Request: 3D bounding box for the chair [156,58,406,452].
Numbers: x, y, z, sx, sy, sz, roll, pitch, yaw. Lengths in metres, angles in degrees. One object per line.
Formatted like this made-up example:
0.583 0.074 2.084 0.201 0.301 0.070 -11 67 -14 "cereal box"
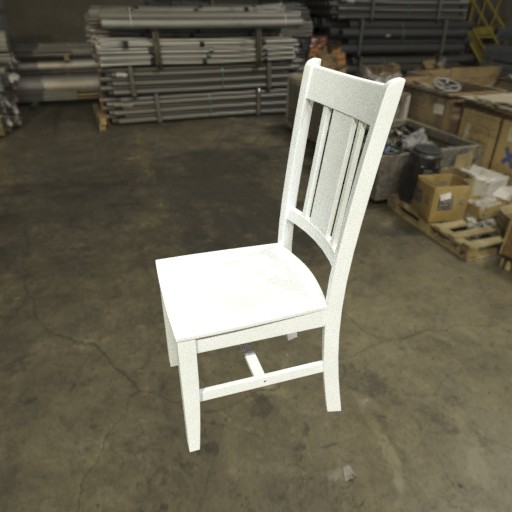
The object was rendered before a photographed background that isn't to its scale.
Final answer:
0.000 0.000 1.283 0.555 0.998 0.450 -9 31 -16 "chair"
